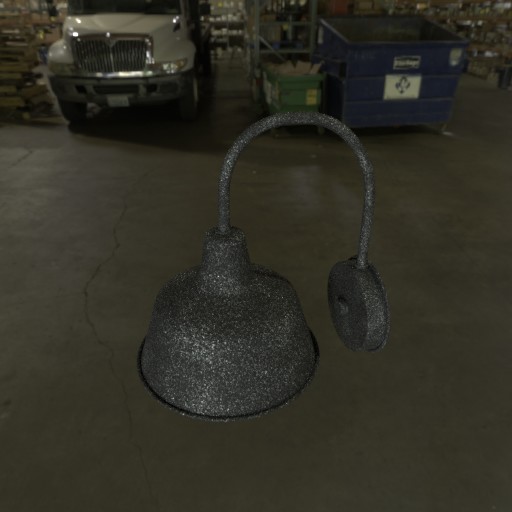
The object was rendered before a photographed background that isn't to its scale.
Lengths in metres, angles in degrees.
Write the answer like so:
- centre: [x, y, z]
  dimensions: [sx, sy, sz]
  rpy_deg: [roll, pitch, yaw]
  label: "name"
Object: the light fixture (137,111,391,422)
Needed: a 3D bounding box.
- centre: [0.000, 0.000, 0.481]
  dimensions: [0.283, 0.300, 0.216]
  rpy_deg: [-8, 30, -14]
  label: "light fixture"
